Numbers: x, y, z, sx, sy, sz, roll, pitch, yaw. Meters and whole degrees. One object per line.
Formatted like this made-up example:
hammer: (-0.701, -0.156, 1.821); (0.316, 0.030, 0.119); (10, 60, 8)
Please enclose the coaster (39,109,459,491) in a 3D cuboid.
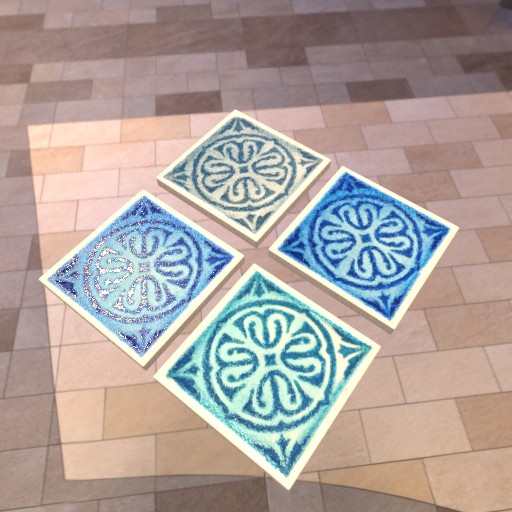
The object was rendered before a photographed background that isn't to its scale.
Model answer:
coaster: (0.000, 0.000, 0.322); (0.214, 0.010, 0.219); (33, 64, 19)
